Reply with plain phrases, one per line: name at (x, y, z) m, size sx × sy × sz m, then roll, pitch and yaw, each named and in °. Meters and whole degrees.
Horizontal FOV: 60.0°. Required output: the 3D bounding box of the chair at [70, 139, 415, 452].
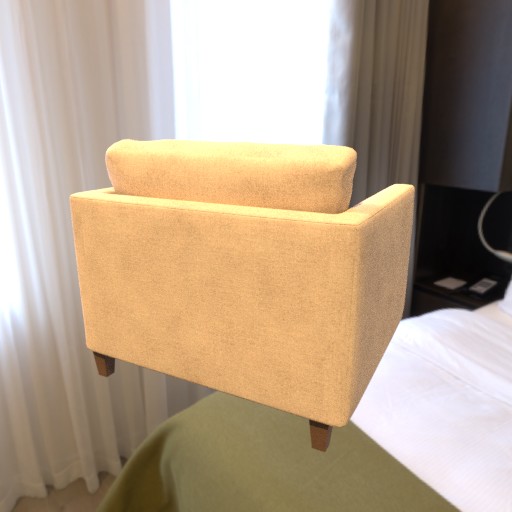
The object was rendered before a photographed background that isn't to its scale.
chair at (0.000, 0.000, 1.877) m, size 1.133 × 0.961 × 0.959 m, roll 8°, pitch 18°, yaw 27°
